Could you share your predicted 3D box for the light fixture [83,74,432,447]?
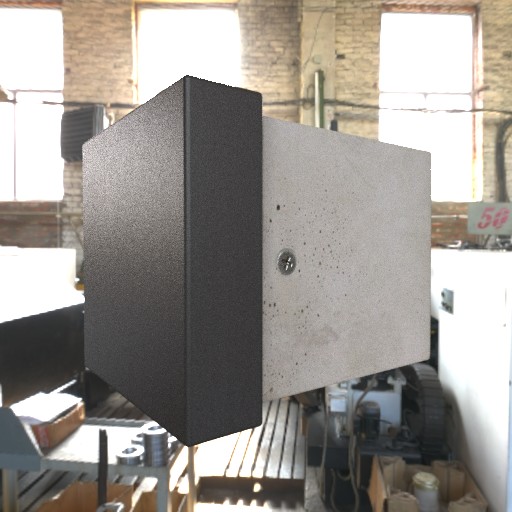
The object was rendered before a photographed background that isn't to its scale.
[{"bbox_3d":[0.000,0.000,0.232,0.143,0.121,0.121,-1,2,-36],"label":"light fixture"}]
